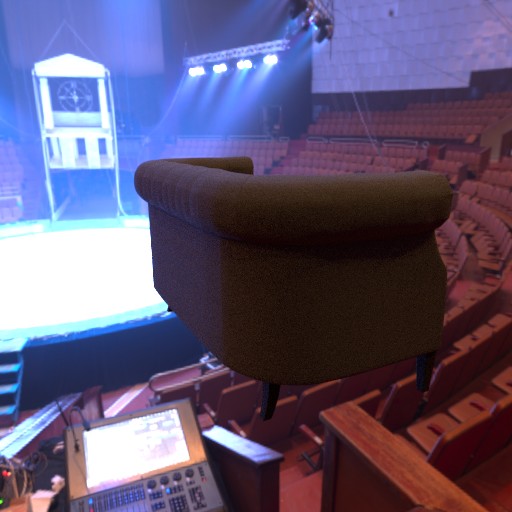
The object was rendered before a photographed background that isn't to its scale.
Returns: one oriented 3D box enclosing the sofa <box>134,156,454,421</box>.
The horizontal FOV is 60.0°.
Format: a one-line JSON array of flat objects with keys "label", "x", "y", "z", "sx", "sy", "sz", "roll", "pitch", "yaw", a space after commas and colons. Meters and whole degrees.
[{"label": "sofa", "x": 0.000, "y": 0.000, "z": 1.992, "sx": 0.835, "sy": 0.827, "sz": 1.558, "roll": -8, "pitch": 17, "yaw": -26}]
